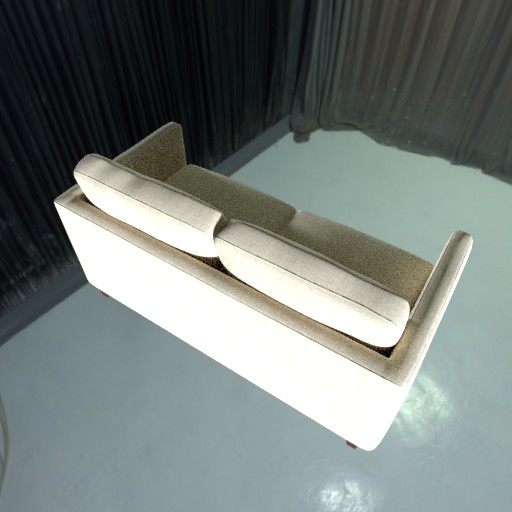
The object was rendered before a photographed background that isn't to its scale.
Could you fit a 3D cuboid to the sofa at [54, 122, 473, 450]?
[{"bbox_3d":[0.000,0.000,2.353,1.884,0.963,0.950,26,52,22],"label":"sofa"}]
